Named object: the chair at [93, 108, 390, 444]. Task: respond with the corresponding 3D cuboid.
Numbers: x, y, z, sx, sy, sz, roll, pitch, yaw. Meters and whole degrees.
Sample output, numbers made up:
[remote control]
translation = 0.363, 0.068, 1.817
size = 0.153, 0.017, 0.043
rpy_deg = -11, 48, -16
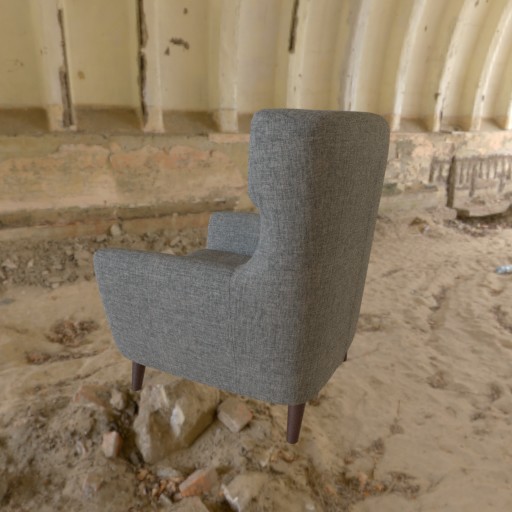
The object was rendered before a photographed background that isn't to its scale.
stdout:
[chair]
translation = 0.000, 0.000, 1.727
size = 0.904, 1.063, 0.878
rpy_deg = 8, 18, 26
